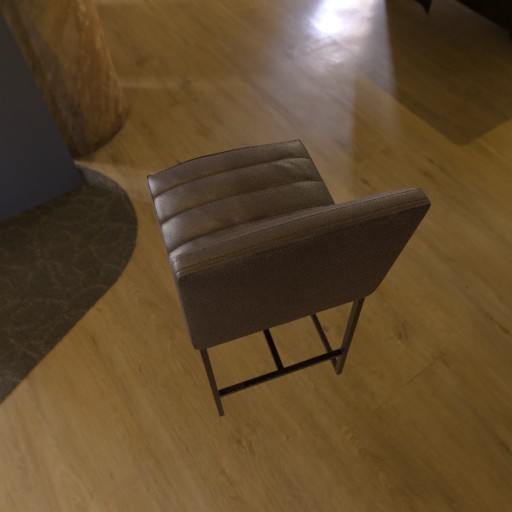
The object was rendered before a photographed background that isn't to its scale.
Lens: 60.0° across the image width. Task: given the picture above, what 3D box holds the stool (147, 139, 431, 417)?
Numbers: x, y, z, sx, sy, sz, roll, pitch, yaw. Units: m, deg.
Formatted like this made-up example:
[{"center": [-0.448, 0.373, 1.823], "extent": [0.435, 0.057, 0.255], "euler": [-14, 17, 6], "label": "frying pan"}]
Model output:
[{"center": [0.000, 0.000, 1.222], "extent": [0.463, 0.946, 0.562], "euler": [-16, 59, -10], "label": "stool"}]
